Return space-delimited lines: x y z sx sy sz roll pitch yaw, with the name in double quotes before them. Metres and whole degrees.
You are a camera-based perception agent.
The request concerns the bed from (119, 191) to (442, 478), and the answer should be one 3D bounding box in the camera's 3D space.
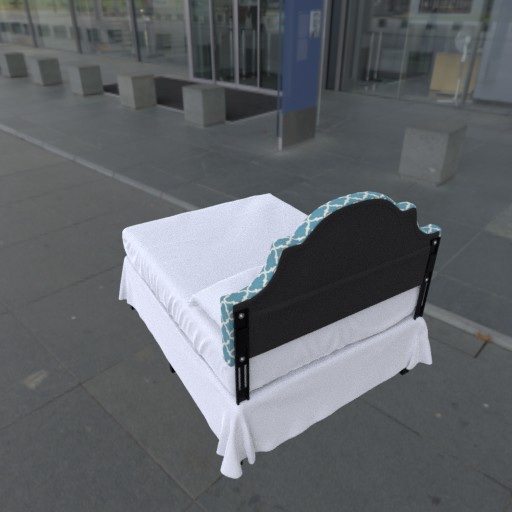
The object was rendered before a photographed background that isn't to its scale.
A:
"bed" 0.000 0.000 3.409 1.780 1.633 2.222 -17 34 -27
